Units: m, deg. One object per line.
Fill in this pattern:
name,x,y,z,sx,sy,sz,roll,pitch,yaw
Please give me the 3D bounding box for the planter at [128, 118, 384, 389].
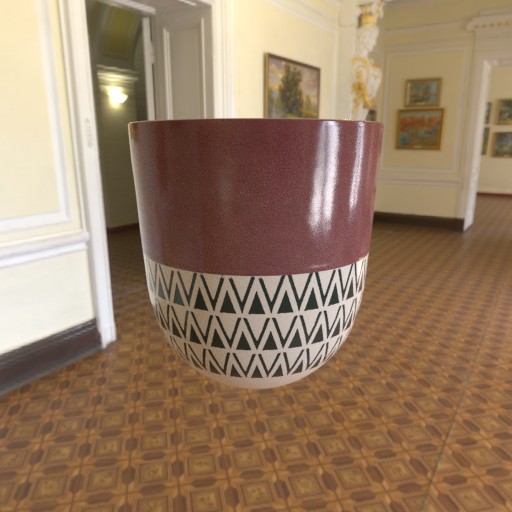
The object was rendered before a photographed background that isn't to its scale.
planter,0.000,0.000,0.376,0.195,0.214,0.195,0,14,0
